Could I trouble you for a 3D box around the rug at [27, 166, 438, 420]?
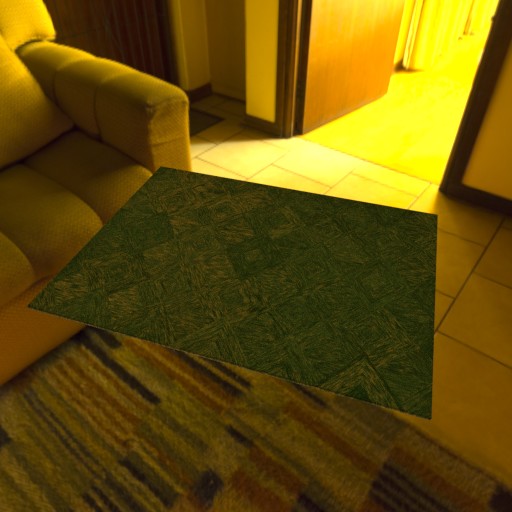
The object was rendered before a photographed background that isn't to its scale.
[{"bbox_3d":[0.000,0.000,4.156,3.217,0.027,2.405,12,43,13],"label":"rug"}]
